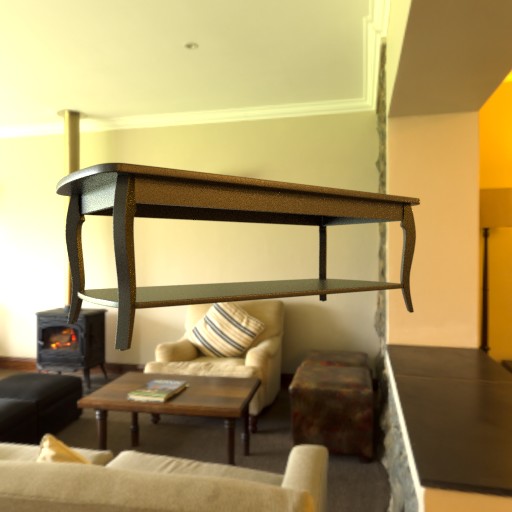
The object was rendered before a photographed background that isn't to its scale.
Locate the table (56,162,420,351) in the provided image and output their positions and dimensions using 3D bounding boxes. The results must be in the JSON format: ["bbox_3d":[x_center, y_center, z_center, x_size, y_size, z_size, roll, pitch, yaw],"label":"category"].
[{"bbox_3d":[0.000,0.000,1.641,1.333,0.457,0.571,0,1,-36],"label":"table"}]
